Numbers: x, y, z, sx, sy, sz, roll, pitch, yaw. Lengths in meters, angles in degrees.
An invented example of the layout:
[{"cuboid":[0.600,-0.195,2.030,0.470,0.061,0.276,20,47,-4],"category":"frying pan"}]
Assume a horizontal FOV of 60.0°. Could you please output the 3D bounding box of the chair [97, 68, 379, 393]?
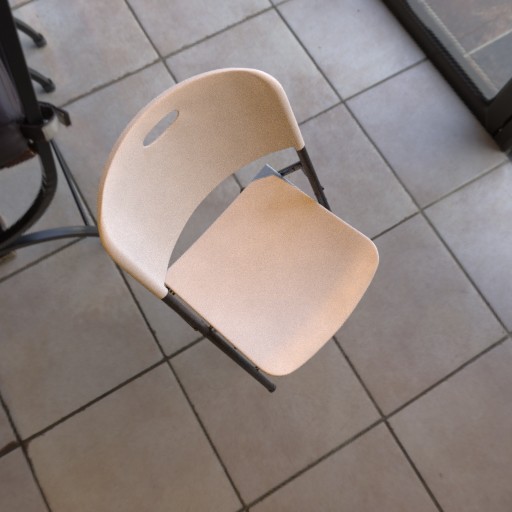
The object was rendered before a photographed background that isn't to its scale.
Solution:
[{"cuboid":[0.000,0.000,1.169,0.566,0.810,0.494,40,79,9],"category":"chair"}]
